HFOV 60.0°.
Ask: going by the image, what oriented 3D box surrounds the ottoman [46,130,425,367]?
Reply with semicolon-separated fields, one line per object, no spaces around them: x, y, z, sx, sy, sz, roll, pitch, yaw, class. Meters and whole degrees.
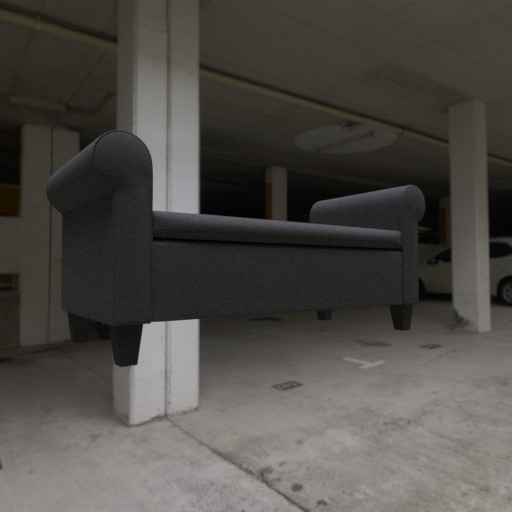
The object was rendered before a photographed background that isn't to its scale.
0.000;0.000;1.540;1.256;0.547;0.521;1;-2;-36;ottoman
